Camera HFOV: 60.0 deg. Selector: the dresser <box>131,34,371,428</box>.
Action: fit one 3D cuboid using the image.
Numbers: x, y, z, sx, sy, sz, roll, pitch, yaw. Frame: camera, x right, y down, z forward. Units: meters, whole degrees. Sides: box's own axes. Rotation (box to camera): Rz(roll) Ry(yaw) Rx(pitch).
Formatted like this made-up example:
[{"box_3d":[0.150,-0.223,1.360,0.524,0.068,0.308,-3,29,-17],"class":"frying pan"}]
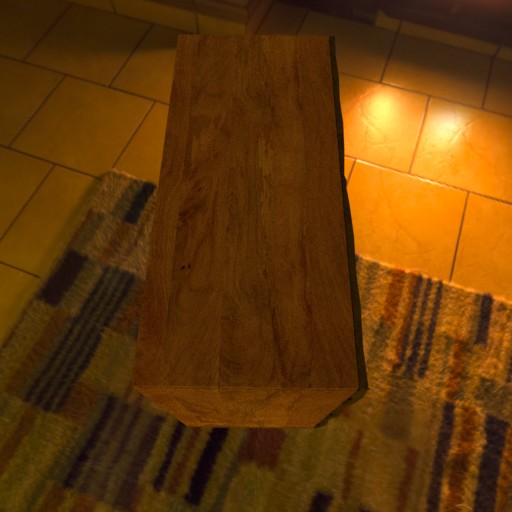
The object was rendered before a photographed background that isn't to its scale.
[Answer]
[{"box_3d":[0.000,0.000,1.404,0.446,0.847,0.967,1,64,0],"class":"dresser"}]
